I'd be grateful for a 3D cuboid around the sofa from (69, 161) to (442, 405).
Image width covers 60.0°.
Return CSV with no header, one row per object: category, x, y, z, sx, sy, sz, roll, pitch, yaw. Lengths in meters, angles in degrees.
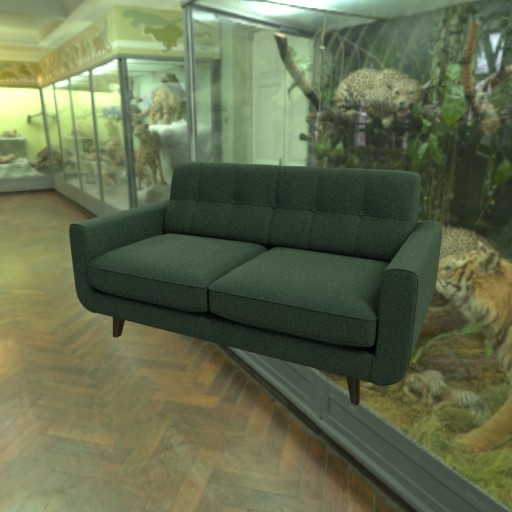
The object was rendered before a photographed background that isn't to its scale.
sofa,0.000,0.000,2.206,1.631,0.841,0.909,8,19,26
